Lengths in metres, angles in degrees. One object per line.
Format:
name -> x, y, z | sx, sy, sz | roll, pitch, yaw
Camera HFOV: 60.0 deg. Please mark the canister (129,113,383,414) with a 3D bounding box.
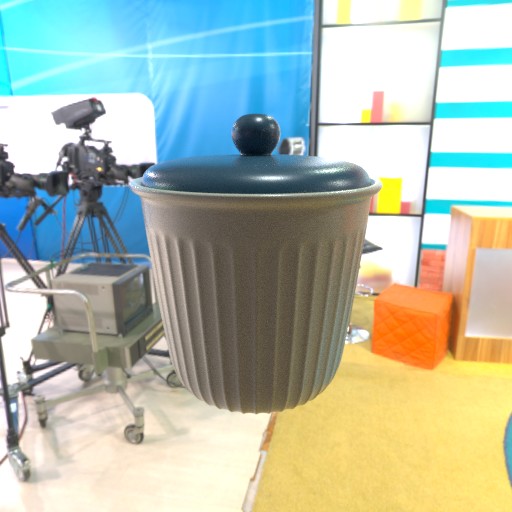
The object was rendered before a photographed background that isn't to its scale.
canister -> 0.000, 0.000, 0.344 | 0.181, 0.211, 0.181 | 0, 15, 0
